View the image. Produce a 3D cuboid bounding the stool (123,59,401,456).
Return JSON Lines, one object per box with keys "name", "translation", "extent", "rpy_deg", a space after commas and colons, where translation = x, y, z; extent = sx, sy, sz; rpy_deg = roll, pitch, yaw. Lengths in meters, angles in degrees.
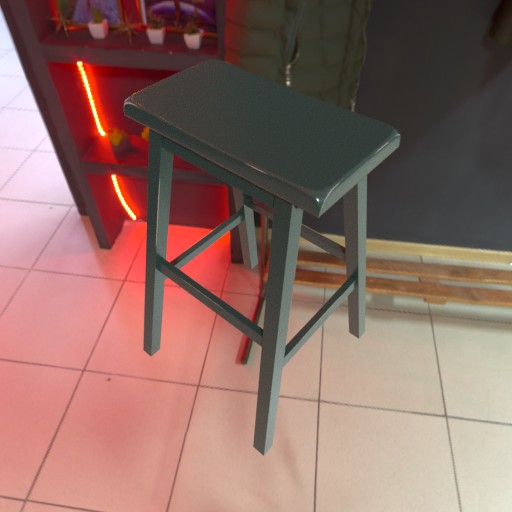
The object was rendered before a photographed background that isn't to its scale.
{"name": "stool", "translation": [0.000, 0.000, 1.046], "extent": [0.457, 0.737, 0.476], "rpy_deg": [32, 55, 26]}
